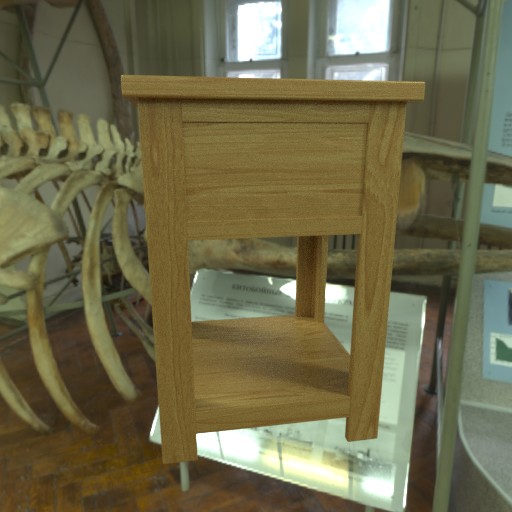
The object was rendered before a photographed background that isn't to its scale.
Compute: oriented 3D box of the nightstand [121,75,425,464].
[{"bbox_3d":[0.000,0.000,0.885,0.428,0.614,0.418,-3,15,-10],"label":"nightstand"}]
